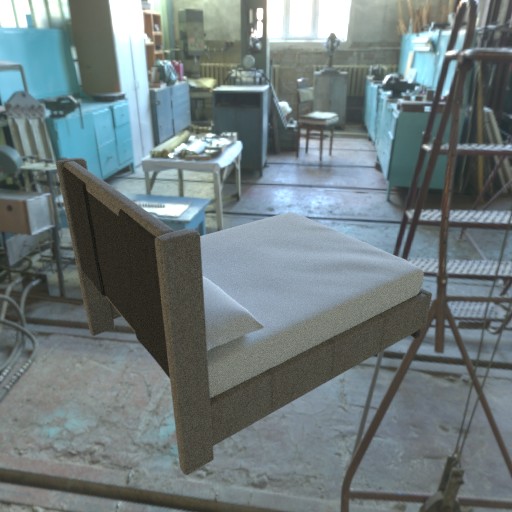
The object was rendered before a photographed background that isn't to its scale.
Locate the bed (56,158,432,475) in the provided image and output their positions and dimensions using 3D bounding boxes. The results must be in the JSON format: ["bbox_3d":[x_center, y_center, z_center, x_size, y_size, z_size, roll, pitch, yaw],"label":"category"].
[{"bbox_3d":[0.000,0.000,3.403,2.245,1.481,1.714,-18,31,-32],"label":"bed"}]
